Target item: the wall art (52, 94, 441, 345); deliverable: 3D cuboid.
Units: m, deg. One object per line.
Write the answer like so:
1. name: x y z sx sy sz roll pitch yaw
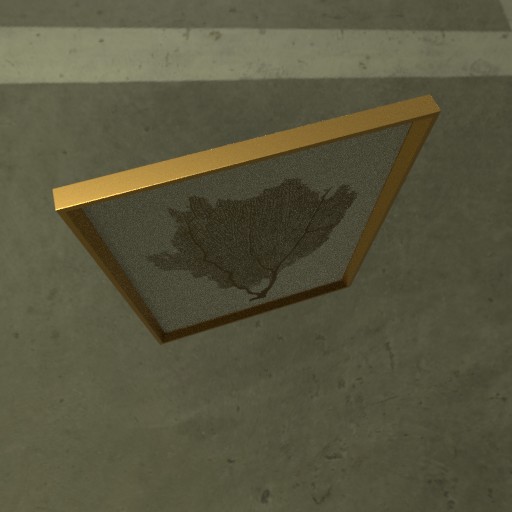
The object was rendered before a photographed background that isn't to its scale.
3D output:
1. wall art: 0.000 0.000 1.020 0.610 0.762 0.038 -16 65 -8
